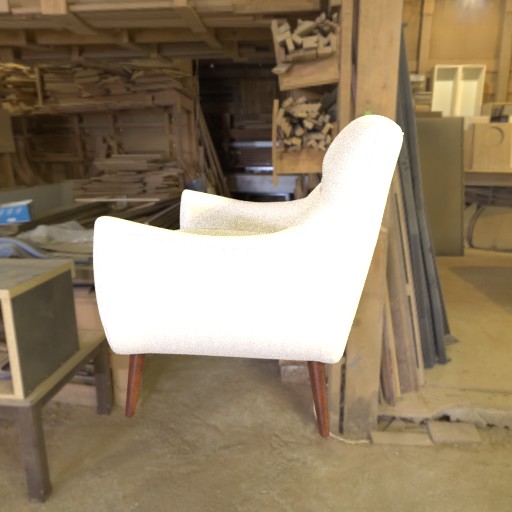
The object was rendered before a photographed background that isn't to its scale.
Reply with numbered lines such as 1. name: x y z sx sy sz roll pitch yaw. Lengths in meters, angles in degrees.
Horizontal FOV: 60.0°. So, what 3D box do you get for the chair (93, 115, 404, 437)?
1. chair: 0.000 0.000 1.418 0.787 0.838 0.762 2 14 9
